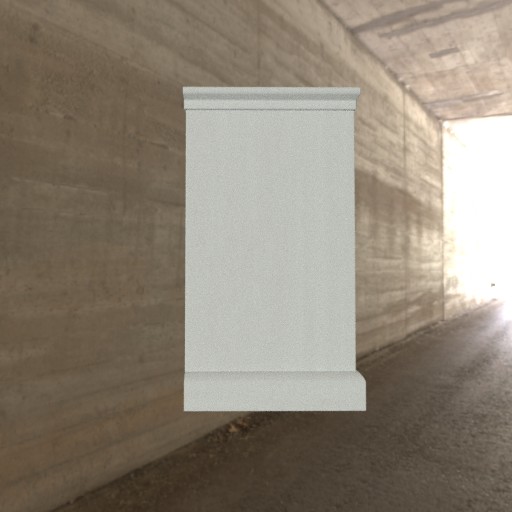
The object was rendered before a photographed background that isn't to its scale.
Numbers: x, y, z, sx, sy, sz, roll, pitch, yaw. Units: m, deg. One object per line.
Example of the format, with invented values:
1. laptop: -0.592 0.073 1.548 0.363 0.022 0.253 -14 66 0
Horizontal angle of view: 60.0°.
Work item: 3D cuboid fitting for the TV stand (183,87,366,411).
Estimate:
1. TV stand: 0.000 0.000 1.441 0.424 0.624 1.187 0 -2 0
